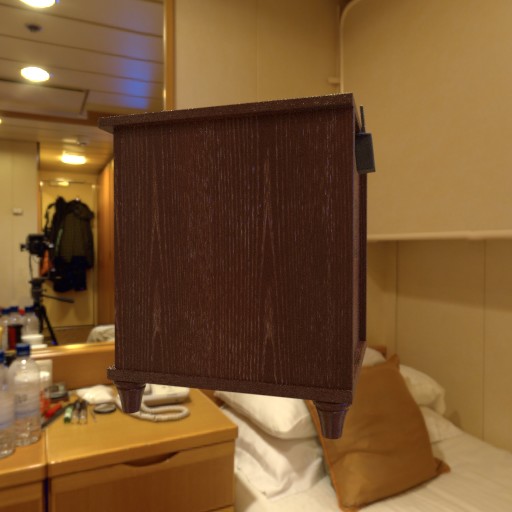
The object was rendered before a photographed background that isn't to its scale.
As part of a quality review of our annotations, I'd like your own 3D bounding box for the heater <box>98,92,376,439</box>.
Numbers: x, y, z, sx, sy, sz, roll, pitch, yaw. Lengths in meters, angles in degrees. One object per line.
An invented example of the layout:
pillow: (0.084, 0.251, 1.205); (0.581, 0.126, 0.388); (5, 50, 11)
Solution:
heater: (0.000, 0.000, 0.772); (0.400, 0.481, 0.362); (0, 1, 17)
